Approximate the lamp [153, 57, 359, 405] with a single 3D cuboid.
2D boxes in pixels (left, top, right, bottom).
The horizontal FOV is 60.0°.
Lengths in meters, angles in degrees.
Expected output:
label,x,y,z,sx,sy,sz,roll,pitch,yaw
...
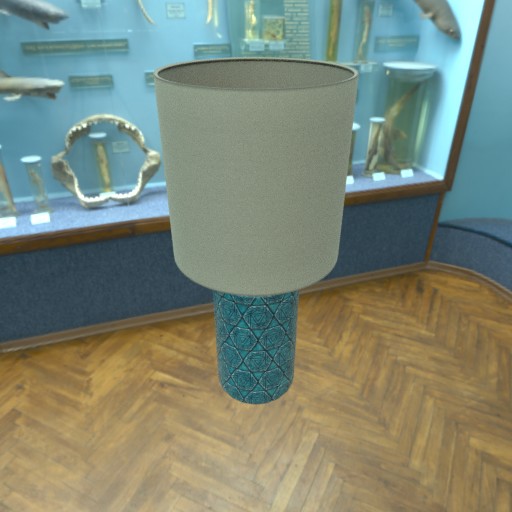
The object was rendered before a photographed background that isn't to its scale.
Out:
label,x,y,z,sx,sy,sz,roll,pitch,yaw
lamp,0.000,0.000,0.764,0.278,0.597,0.278,-9,32,-15
